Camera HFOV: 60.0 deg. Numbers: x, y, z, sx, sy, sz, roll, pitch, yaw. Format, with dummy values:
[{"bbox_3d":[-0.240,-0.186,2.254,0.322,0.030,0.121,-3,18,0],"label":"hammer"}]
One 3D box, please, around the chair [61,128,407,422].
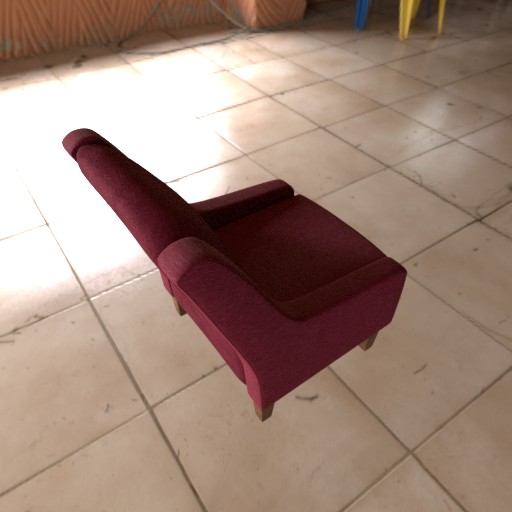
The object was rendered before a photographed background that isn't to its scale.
[{"bbox_3d":[0.000,0.000,1.711,0.985,1.017,0.793,-26,48,-26],"label":"chair"}]
